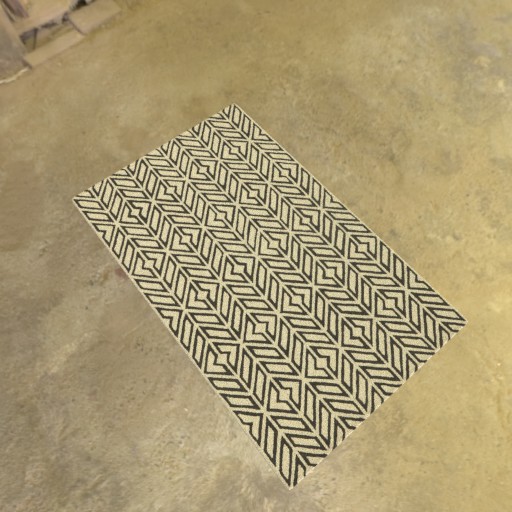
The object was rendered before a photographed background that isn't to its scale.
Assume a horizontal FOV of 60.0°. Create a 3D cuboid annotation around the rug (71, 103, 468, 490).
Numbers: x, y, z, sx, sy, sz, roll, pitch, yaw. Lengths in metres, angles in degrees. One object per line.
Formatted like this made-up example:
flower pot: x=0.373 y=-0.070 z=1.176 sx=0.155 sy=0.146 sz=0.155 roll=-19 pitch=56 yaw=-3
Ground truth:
rug: x=0.000 y=0.000 z=3.037 sx=1.523 sy=0.008 sz=2.438 roll=-36 pitch=69 yaw=-17
